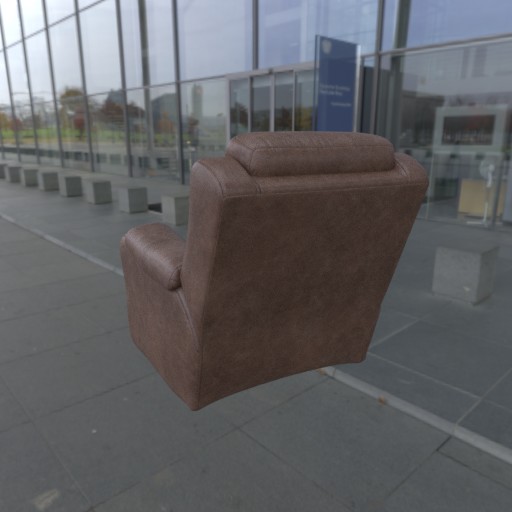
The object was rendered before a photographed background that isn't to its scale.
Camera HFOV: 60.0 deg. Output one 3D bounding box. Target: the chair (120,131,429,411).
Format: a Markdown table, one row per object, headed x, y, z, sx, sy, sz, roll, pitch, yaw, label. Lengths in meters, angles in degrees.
| x | y | z | sx | sy | sz | roll | pitch | yaw | label |
| --- | --- | --- | --- | --- | --- | --- | --- | --- | --- |
| 0.000 | 0.000 | 1.836 | 0.940 | 0.990 | 1.067 | -8 | 17 | -27 | chair |
